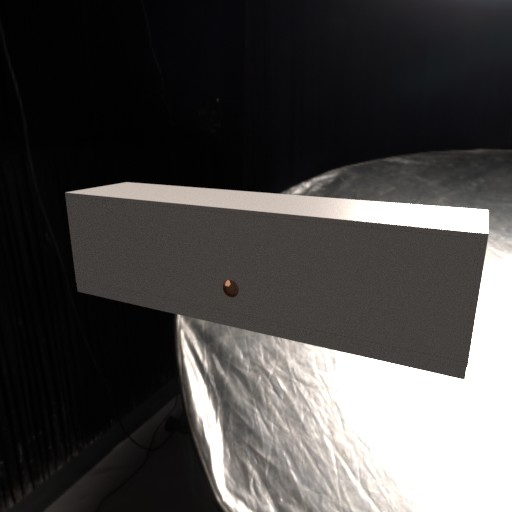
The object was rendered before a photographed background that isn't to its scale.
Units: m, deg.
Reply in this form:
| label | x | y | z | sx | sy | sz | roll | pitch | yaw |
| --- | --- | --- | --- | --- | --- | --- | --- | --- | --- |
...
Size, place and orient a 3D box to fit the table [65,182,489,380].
| label | x | y | z | sx | sy | sz | roll | pitch | yaw |
| --- | --- | --- | --- | --- | --- | --- | --- | --- | --- |
| table | 0.000 | 0.000 | 1.716 | 1.550 | 0.440 | 0.400 | 8 | 19 | 25 |
